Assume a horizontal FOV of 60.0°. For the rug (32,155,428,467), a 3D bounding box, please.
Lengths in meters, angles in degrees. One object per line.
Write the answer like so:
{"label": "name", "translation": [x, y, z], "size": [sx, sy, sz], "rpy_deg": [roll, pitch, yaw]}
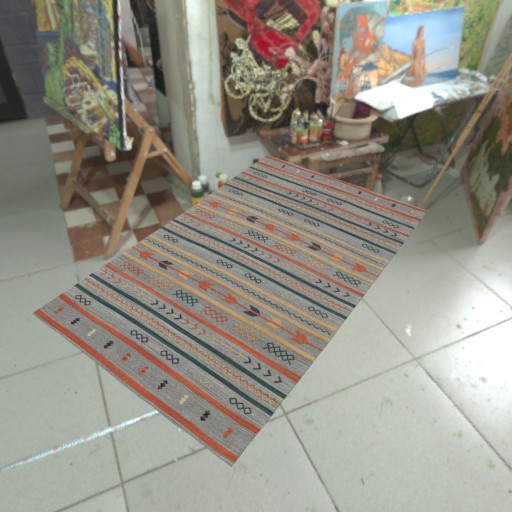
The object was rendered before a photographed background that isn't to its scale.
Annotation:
{"label": "rug", "translation": [0.000, 0.000, 3.043], "size": [1.537, 0.029, 2.439], "rpy_deg": [26, 47, 27]}
